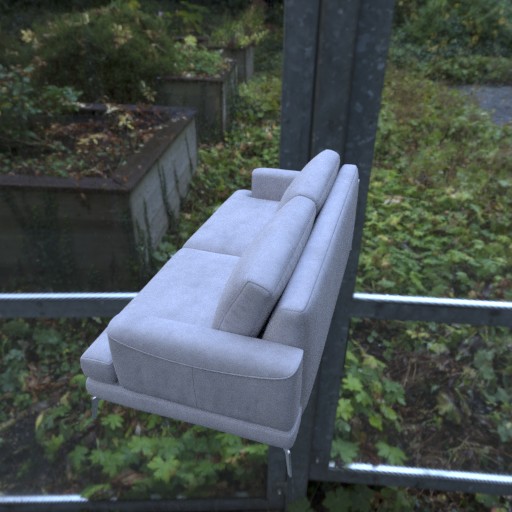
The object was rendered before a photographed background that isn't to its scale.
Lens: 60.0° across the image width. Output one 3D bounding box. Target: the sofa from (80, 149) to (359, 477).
[{"bbox_3d":[0.000,0.000,2.545,0.980,0.830,2.013,9,32,15],"label":"sofa"}]
